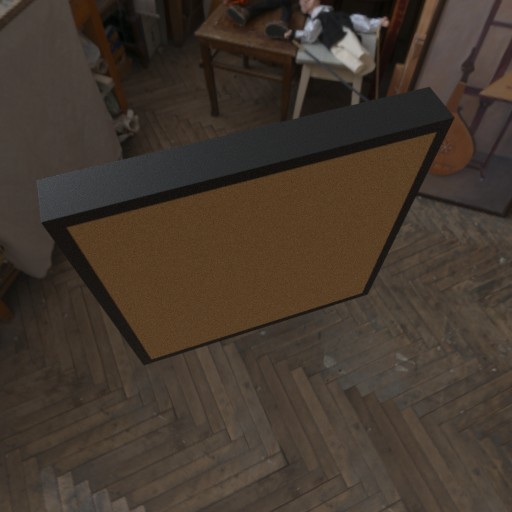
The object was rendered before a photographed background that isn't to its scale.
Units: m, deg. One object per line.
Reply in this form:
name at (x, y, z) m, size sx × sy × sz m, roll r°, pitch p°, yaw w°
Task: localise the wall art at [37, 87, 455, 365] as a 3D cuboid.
wall art at (0.000, 0.000, 0.448) m, size 0.304 × 0.304 × 0.038 m, roll -16°, pitch 60°, yaw -9°
